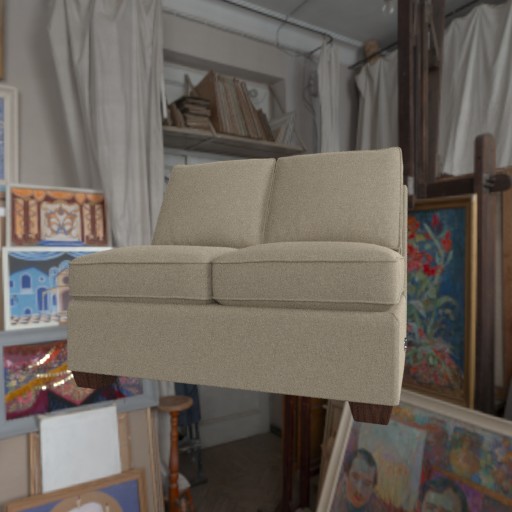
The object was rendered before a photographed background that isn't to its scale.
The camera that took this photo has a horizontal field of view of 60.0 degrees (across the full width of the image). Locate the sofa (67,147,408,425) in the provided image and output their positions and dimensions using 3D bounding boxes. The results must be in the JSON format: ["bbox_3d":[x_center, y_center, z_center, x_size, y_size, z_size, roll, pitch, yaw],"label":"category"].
[{"bbox_3d":[0.000,0.000,1.917,1.237,1.008,0.951,0,0,20],"label":"sofa"}]
